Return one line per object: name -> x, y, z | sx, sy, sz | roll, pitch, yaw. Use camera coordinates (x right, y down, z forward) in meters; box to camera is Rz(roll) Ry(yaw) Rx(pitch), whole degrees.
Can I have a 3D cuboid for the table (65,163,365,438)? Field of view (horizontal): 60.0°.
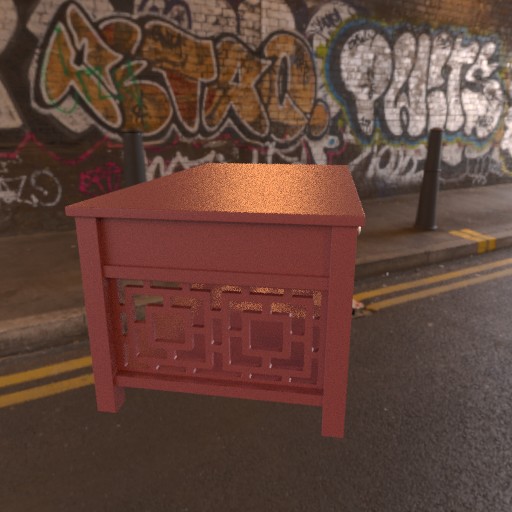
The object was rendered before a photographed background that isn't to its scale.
table -> 0.000, 0.000, 1.431 | 0.612, 0.493, 1.068 | 3, 17, 9
